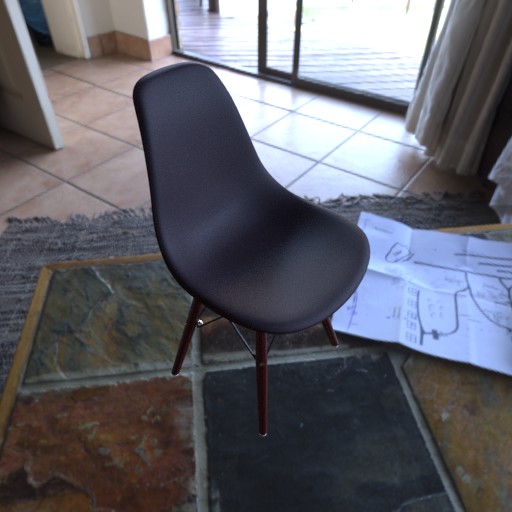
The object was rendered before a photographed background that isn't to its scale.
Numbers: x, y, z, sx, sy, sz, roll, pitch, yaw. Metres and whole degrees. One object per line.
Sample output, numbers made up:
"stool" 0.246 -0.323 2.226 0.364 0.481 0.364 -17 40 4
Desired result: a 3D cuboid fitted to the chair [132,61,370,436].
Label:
"chair" 0.000 0.000 1.131 0.533 0.826 0.470 27 47 28
